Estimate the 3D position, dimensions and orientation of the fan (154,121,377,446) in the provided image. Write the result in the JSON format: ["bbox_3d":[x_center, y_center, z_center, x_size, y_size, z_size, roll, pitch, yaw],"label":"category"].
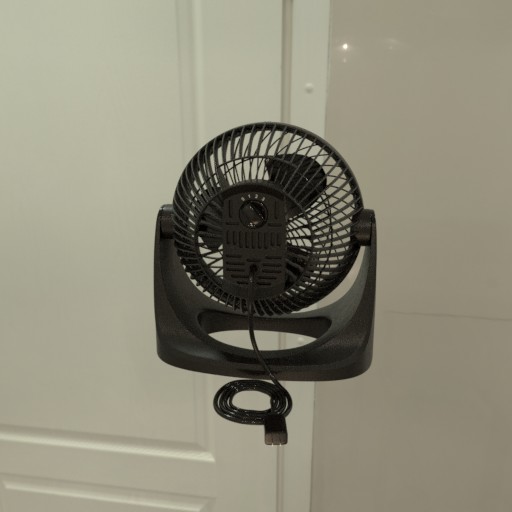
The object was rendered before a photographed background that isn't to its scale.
[{"bbox_3d":[0.000,0.000,0.471,0.273,0.277,0.256,2,16,8],"label":"fan"}]
